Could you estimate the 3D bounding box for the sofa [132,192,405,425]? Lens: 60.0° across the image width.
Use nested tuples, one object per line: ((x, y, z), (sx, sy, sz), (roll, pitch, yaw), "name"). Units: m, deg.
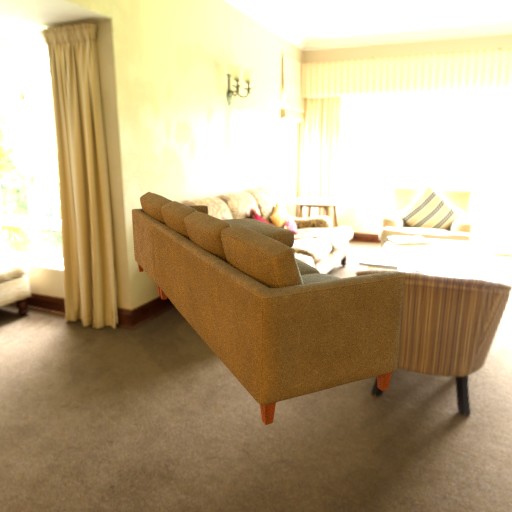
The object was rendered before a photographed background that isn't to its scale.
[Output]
((0.000, 0.000, 4.030), (1.604, 0.950, 3.471), (-6, 15, -25), "sofa")
